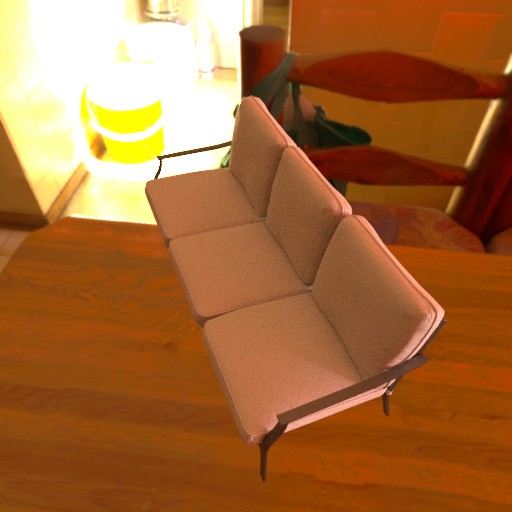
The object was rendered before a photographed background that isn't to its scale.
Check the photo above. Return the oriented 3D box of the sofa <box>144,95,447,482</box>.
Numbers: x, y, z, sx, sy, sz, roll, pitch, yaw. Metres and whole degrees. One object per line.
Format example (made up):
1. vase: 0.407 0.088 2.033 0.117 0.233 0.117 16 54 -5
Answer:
1. sofa: 0.000 0.000 2.225 0.787 0.860 1.740 -17 49 -15
